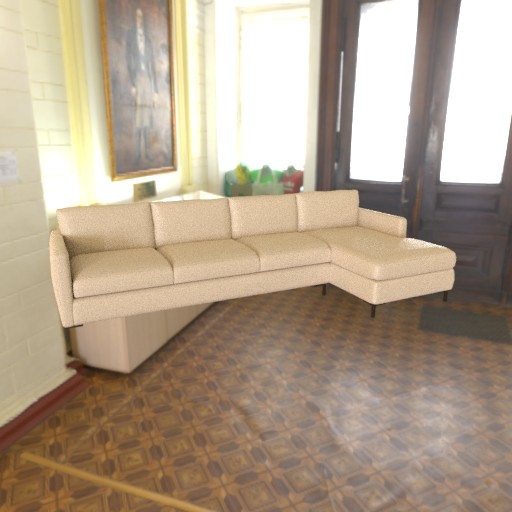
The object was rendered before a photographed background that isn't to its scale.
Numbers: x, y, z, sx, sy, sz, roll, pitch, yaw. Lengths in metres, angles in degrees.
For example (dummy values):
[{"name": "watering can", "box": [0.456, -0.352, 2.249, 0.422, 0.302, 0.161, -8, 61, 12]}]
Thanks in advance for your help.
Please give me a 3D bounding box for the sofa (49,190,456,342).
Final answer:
[{"name": "sofa", "box": [0.000, 0.000, 3.242, 2.731, 0.755, 1.258, -7, 17, -24]}]
